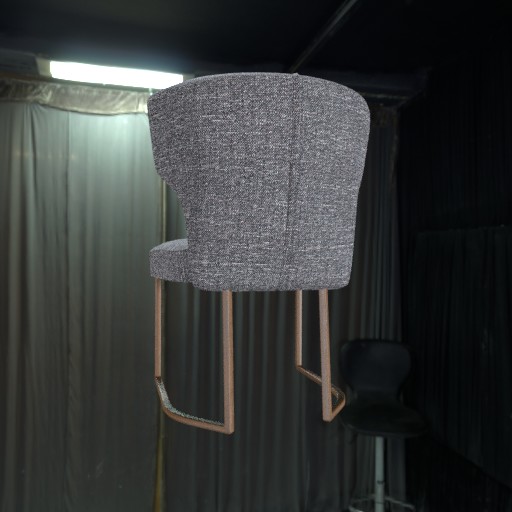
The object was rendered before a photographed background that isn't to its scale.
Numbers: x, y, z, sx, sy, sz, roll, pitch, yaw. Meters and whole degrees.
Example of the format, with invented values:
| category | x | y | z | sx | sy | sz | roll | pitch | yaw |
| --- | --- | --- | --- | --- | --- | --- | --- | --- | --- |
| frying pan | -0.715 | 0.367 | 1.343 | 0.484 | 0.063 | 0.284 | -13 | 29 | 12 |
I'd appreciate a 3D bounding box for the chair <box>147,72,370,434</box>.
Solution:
| category | x | y | z | sx | sy | sz | roll | pitch | yaw |
| --- | --- | --- | --- | --- | --- | --- | --- | --- | --- |
| chair | 0.000 | 0.000 | 1.258 | 0.611 | 0.824 | 0.617 | 0 | 0 | -17 |
